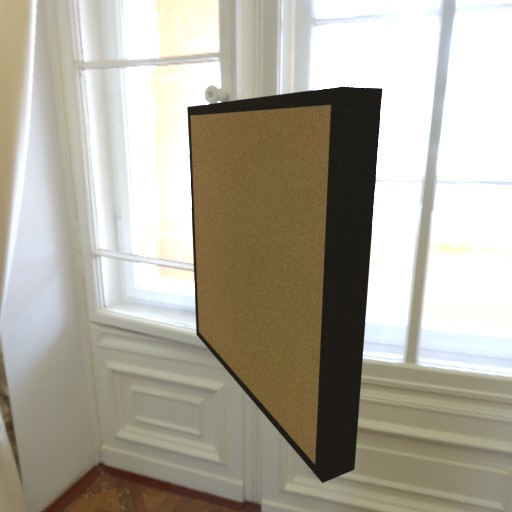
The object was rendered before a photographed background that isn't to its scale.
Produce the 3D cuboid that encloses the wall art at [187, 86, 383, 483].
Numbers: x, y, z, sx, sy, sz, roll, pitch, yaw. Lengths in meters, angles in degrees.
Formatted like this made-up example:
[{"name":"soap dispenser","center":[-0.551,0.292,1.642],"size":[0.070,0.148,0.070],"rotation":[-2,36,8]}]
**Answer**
[{"name":"wall art","center":[0.000,0.000,0.458],"size":[0.033,0.304,0.305],"rotation":[-8,18,-26]}]
